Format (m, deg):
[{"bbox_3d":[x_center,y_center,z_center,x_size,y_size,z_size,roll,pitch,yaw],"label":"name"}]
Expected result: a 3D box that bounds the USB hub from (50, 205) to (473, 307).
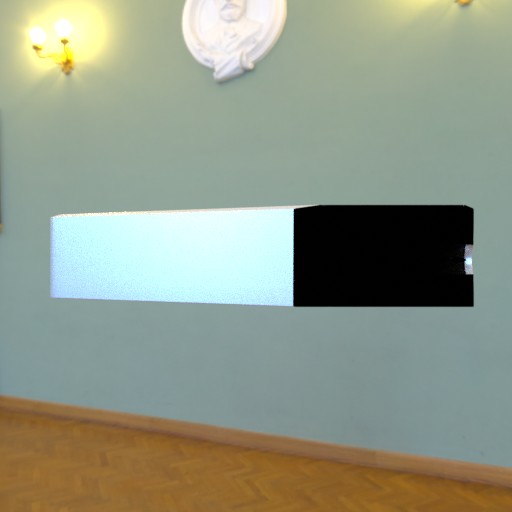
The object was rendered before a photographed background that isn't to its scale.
[{"bbox_3d":[0.000,0.000,0.126,0.110,0.023,0.044,0,0,18],"label":"USB hub"}]
